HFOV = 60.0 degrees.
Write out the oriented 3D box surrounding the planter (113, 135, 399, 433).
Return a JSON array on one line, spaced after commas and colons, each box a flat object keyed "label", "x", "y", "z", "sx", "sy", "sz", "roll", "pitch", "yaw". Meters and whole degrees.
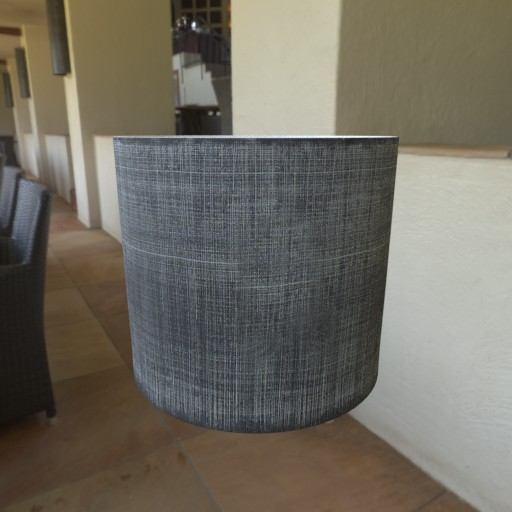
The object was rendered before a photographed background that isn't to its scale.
[{"label": "planter", "x": 0.000, "y": 0.000, "z": 0.385, "sx": 0.221, "sy": 0.201, "sz": 0.221, "roll": 0, "pitch": 16, "yaw": 0}]
